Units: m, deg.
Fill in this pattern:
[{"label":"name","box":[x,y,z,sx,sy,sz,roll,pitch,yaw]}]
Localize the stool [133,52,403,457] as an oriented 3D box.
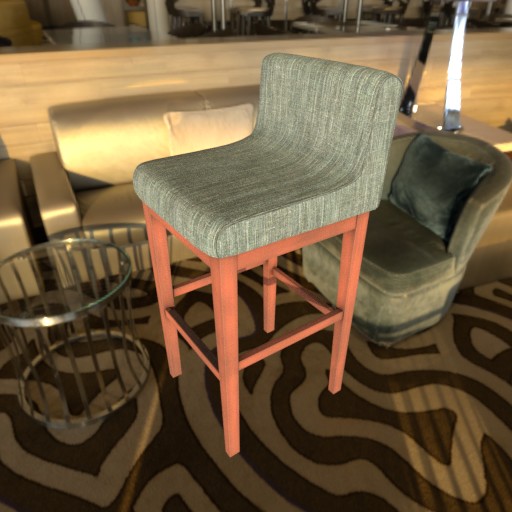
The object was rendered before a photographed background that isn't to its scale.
[{"label":"stool","box":[0.000,0.000,1.217,0.499,0.965,0.426,-20,37,-29]}]
